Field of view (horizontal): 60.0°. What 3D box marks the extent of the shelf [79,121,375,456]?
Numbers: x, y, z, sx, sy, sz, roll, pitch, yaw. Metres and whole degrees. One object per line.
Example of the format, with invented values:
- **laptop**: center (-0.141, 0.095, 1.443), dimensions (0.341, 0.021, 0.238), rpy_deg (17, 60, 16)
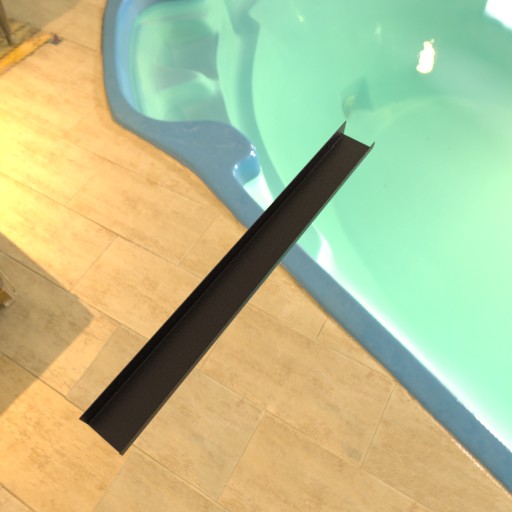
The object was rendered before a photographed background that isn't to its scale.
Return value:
- **shelf**: center (0.000, 0.000, 0.972), dimensions (0.092, 0.049, 0.924), rpy_deg (32, 64, 18)
